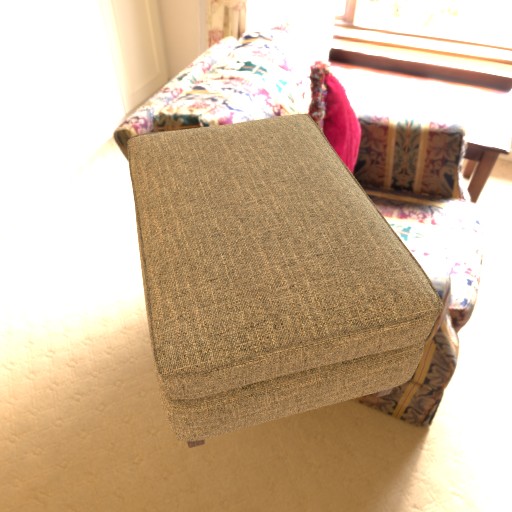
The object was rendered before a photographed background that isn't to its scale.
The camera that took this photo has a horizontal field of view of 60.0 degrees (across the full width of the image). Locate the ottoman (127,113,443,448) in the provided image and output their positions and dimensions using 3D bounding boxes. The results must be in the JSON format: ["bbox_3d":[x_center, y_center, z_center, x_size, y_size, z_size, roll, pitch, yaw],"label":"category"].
[{"bbox_3d":[0.000,0.000,0.991,0.508,0.406,0.686,-11,47,-11],"label":"ottoman"}]
